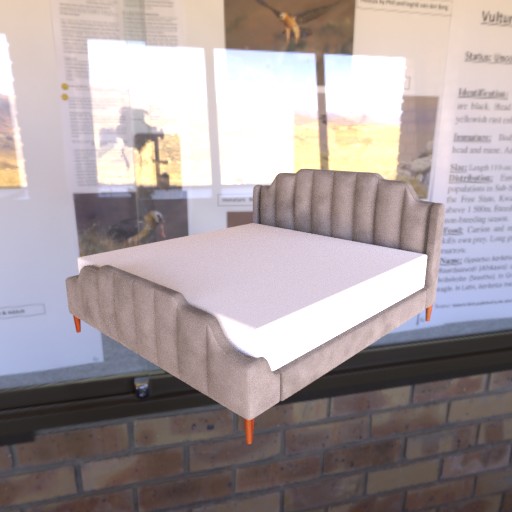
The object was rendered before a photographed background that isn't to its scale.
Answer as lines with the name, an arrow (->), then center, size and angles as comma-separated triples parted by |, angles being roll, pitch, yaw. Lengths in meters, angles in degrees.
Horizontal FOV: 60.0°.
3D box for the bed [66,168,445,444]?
bed -> 0.000, 0.000, 3.600 | 2.074, 1.245, 2.340 | 14, 21, 42
